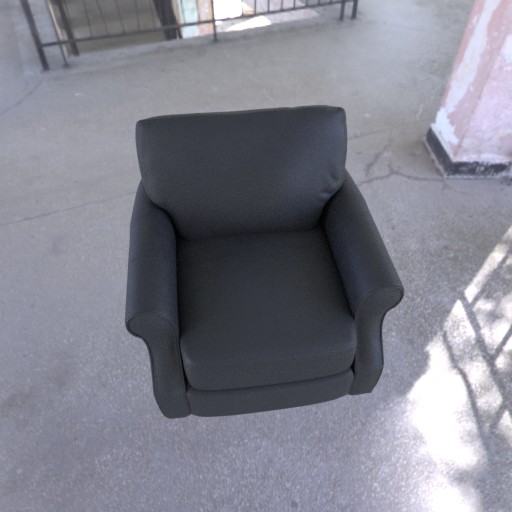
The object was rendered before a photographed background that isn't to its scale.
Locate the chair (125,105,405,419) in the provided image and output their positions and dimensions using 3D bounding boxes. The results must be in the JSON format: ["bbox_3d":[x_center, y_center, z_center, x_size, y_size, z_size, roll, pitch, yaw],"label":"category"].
[{"bbox_3d":[0.000,0.000,1.811,1.015,0.960,1.027,-2,47,-2],"label":"chair"}]
